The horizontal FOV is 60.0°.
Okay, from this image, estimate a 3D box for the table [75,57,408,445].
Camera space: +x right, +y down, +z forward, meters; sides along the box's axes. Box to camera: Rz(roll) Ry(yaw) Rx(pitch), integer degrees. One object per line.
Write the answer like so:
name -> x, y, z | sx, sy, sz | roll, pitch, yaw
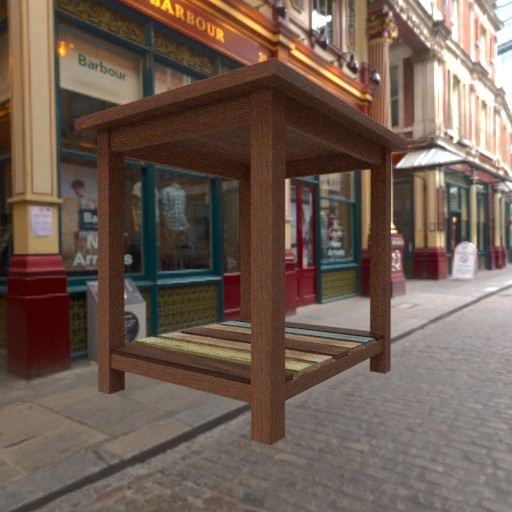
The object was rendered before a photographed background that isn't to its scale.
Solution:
table -> 0.000, 0.000, 1.132 | 0.559, 0.635, 0.660 | 1, 1, 36
